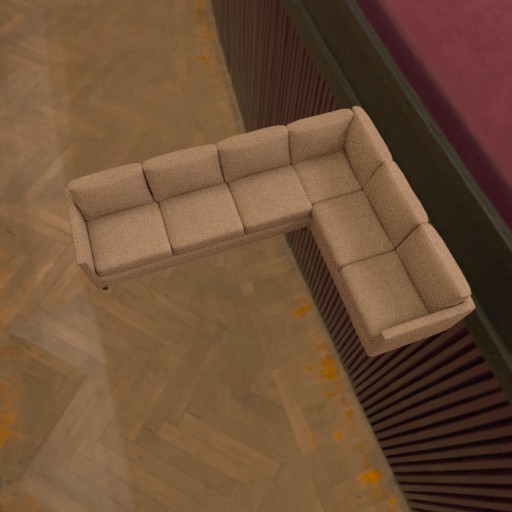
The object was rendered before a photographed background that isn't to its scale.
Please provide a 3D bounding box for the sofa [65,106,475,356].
[{"bbox_3d":[0.000,0.000,4.428,3.333,0.934,2.522,-17,65,-8],"label":"sofa"}]
